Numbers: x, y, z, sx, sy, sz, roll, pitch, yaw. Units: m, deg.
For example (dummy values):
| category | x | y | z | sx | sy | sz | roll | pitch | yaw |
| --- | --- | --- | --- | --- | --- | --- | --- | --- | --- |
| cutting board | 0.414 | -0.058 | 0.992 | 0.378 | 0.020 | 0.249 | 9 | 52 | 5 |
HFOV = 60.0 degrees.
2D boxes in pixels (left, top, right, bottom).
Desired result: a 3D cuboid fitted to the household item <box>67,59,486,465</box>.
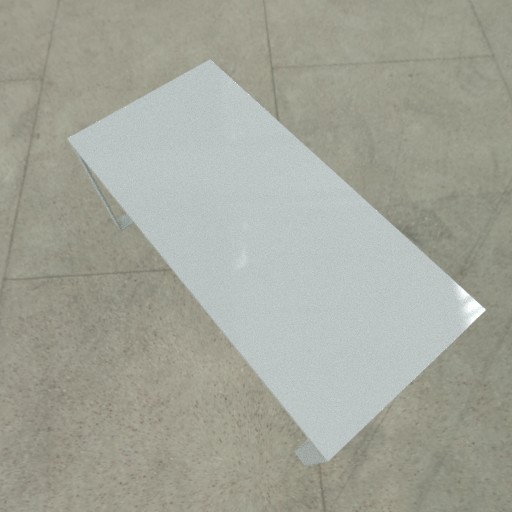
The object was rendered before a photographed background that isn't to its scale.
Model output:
| category | x | y | z | sx | sy | sz | roll | pitch | yaw |
| --- | --- | --- | --- | --- | --- | --- | --- | --- | --- |
| household item | 0.000 | 0.000 | 2.144 | 0.800 | 0.745 | 1.700 | -36 | 69 | -16 |
